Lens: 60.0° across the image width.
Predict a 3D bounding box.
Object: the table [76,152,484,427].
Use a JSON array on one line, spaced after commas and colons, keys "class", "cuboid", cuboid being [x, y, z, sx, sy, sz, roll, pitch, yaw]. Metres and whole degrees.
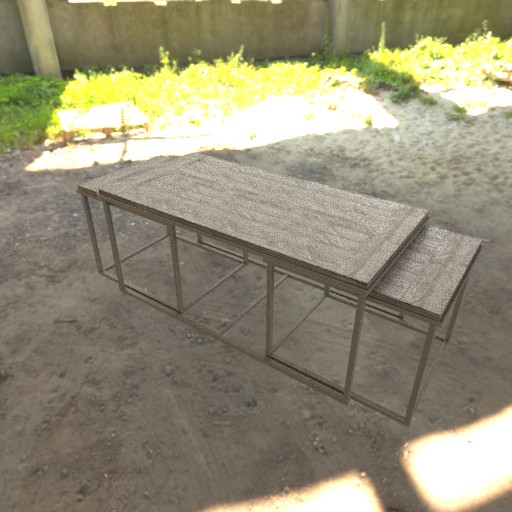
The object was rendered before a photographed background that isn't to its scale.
[{"class": "table", "cuboid": [0.000, 0.000, 1.539, 1.312, 0.427, 0.489, 20, 37, 29]}]
